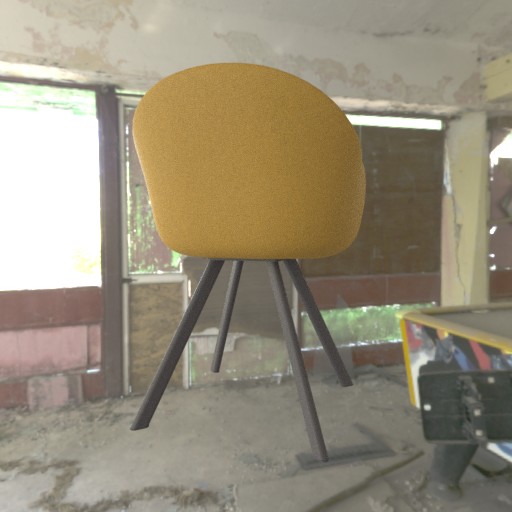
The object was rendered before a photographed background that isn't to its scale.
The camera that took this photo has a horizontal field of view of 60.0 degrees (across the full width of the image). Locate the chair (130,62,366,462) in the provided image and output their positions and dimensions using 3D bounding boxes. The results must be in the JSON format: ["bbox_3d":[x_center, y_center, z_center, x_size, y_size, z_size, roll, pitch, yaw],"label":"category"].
[{"bbox_3d":[0.000,0.000,1.168,0.551,0.793,0.583,1,4,18],"label":"chair"}]
